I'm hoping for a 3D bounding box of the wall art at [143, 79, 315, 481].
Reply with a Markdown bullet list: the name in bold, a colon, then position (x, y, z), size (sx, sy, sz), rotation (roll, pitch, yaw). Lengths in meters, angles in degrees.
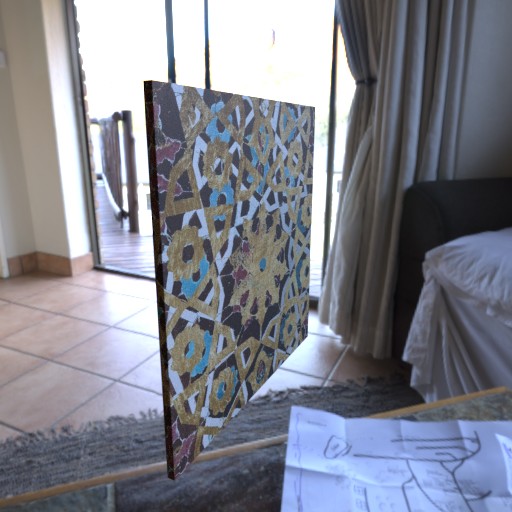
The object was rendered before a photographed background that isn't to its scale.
- **wall art**: position (0.000, 0.000, 0.602), size (0.010, 0.406, 0.404), rotation (8, 17, 26)
